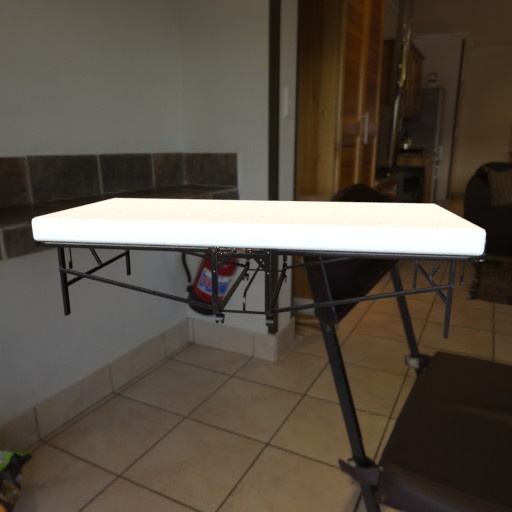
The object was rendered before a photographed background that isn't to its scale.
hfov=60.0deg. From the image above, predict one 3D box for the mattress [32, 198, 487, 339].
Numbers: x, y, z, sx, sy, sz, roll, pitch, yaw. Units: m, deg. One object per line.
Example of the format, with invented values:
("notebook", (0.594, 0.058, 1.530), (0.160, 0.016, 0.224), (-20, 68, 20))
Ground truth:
("mattress", (0.000, 0.000, 2.478), (2.153, 0.519, 0.922), (2, 14, 8))
